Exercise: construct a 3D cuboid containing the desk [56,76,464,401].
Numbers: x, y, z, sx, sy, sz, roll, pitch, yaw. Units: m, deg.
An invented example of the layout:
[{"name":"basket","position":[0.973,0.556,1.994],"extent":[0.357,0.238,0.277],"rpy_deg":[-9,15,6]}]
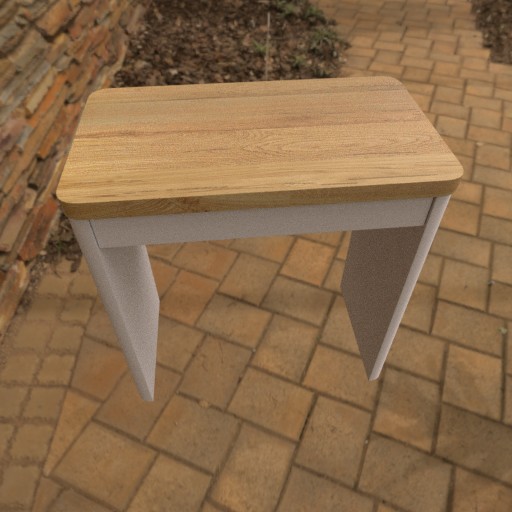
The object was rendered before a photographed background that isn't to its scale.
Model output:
[{"name":"desk","position":[0.000,0.000,1.232],"extent":[0.760,0.790,0.440],"rpy_deg":[-4,46,-4]}]
